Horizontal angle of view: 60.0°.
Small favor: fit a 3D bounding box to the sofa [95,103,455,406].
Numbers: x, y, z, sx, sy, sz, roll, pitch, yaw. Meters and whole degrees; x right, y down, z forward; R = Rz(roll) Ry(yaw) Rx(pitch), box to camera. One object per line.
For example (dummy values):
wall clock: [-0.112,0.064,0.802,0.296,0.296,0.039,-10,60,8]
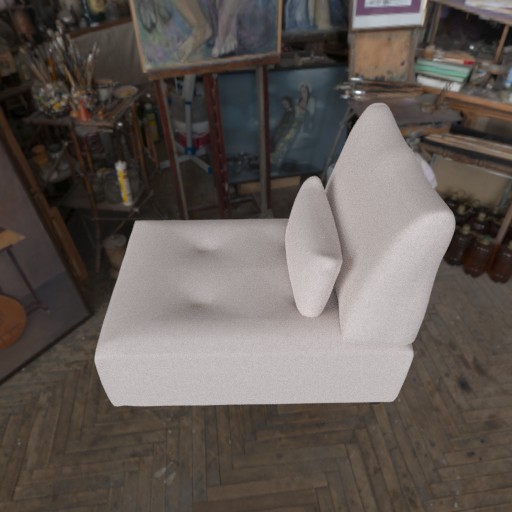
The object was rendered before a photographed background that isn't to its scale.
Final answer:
sofa: [0.000,0.000,1.536,1.000,0.820,0.700,-1,41,-1]
